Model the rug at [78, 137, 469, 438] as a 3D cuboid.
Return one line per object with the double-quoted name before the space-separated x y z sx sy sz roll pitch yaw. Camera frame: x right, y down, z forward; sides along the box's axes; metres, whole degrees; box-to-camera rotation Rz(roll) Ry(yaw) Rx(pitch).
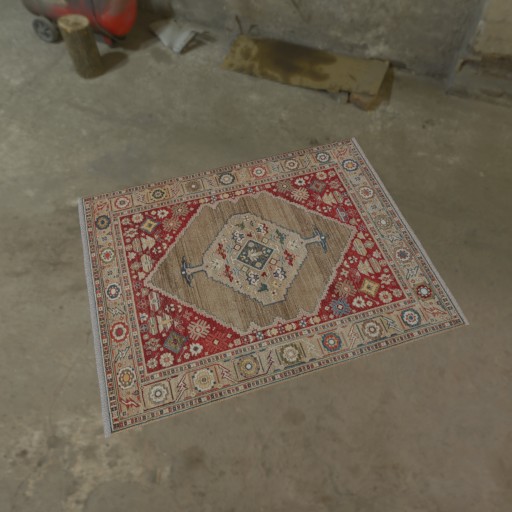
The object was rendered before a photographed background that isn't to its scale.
"rug" 0.000 0.000 4.222 3.143 0.008 2.451 -15 58 -9
